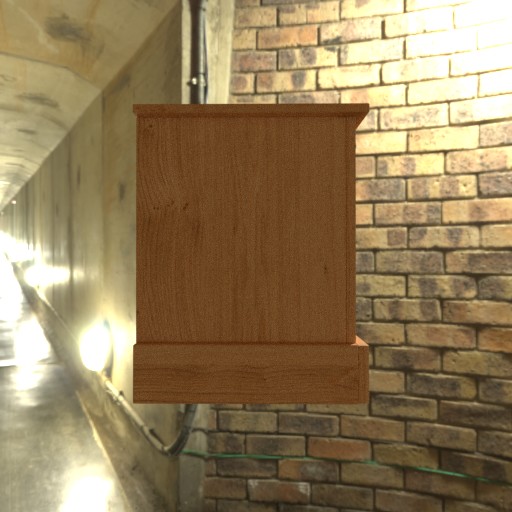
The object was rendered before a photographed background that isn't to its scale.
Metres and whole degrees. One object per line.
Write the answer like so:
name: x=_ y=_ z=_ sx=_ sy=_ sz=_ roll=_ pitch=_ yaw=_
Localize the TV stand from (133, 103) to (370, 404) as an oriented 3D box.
TV stand: x=0.000 y=0.000 z=1.347 sx=0.440 sy=0.550 sz=1.080 roll=0 pitch=0 yaw=1
